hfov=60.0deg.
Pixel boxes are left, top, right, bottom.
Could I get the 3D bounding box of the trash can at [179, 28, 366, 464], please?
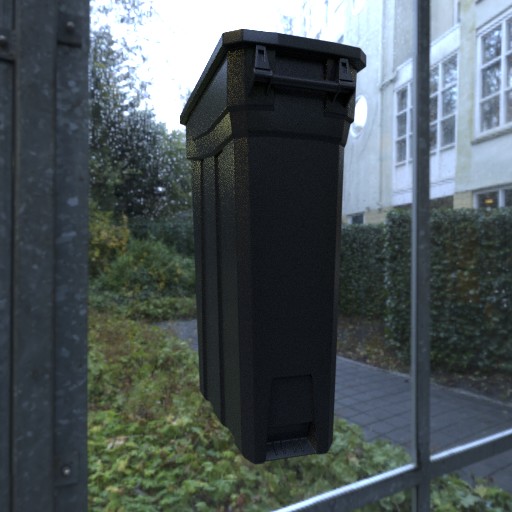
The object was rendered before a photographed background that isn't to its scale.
[{"bbox_3d":[0.000,0.000,1.027,0.281,0.762,0.559,0,0,-18],"label":"trash can"}]
